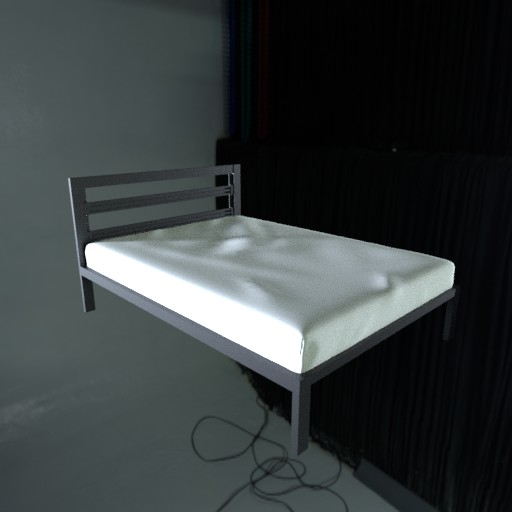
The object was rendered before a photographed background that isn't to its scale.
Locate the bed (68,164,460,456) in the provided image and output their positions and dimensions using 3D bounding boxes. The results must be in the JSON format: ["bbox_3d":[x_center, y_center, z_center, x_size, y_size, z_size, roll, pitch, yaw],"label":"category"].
[{"bbox_3d":[0.000,0.000,2.908,1.524,0.967,2.062,-16,23,-42],"label":"bed"}]
